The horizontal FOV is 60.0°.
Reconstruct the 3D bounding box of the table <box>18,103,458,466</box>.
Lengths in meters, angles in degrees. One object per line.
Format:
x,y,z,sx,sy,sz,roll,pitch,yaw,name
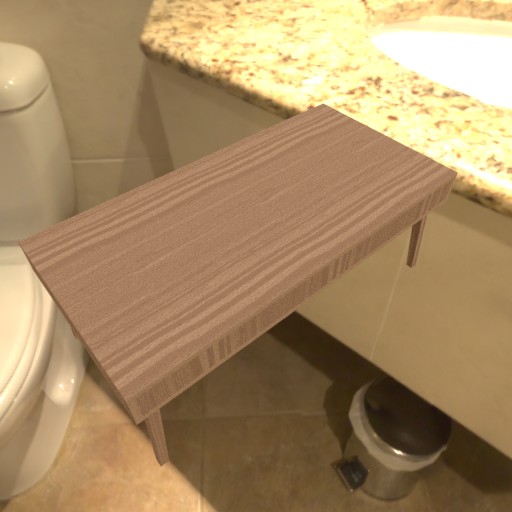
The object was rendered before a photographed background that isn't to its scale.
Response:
0.000,0.000,1.483,1.200,0.450,0.600,-32,54,-26,table
